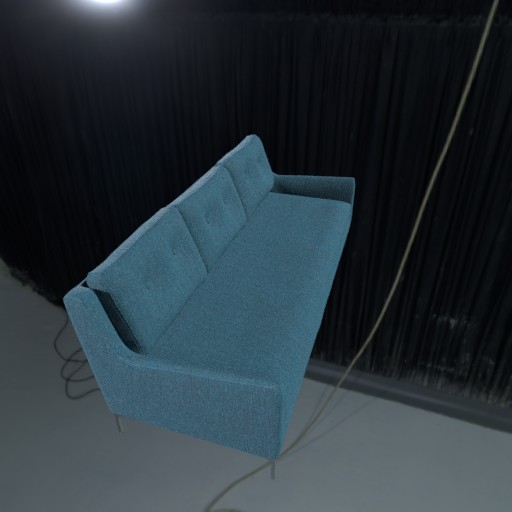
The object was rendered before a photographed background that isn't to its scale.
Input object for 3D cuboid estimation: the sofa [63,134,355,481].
[{"bbox_3d":[0.000,0.000,2.513,0.849,0.837,2.060,10,33,15],"label":"sofa"}]
